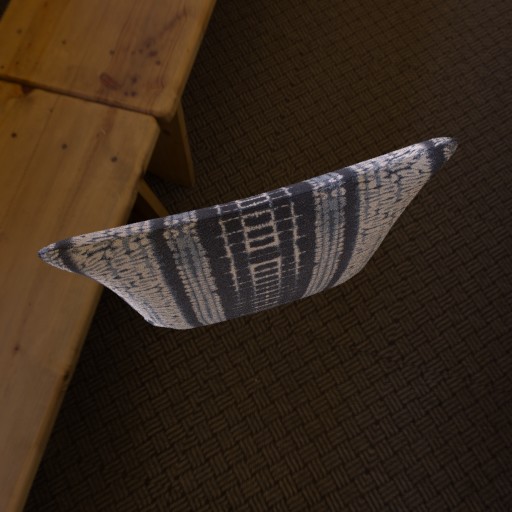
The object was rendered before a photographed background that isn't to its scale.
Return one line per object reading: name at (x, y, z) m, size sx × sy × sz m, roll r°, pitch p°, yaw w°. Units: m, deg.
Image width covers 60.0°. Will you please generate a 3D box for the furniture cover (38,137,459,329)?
furniture cover at (0.000, 0.000, 0.634) m, size 0.425 × 0.435 × 0.133 m, roll -16°, pitch 75°, yaw -4°
